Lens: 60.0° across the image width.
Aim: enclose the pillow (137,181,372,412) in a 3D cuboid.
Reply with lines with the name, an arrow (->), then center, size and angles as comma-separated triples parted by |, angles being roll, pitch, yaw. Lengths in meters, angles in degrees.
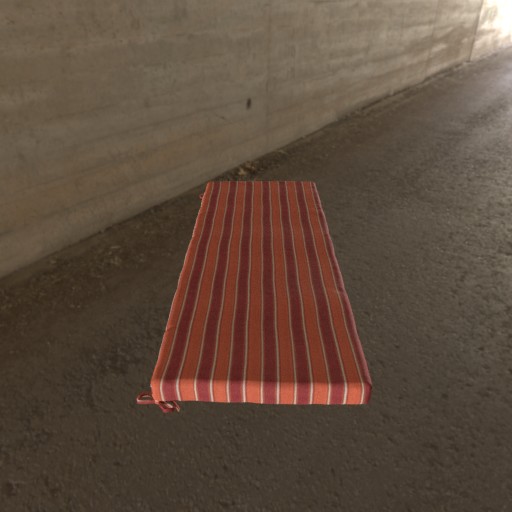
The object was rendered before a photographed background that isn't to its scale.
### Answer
pillow -> 0.000, 0.000, 1.399 | 0.492, 0.081, 1.187 | 0, 30, 1
